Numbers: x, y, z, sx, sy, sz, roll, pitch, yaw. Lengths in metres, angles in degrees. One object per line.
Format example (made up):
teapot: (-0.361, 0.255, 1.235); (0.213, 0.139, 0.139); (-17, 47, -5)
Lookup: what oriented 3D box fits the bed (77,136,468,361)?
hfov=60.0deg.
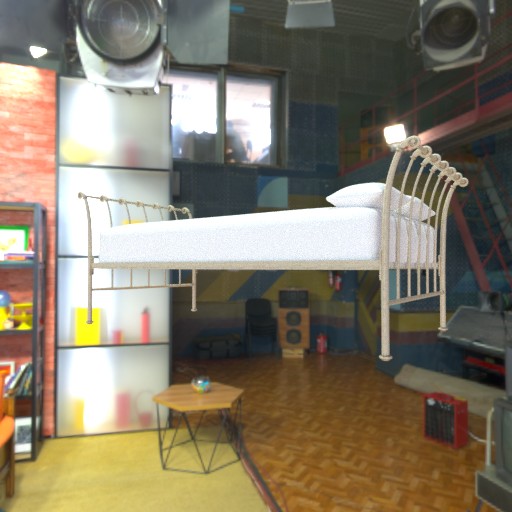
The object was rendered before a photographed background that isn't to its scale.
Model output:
bed: (0.000, 0.000, 2.721); (2.228, 0.873, 1.032); (-1, -2, 35)
